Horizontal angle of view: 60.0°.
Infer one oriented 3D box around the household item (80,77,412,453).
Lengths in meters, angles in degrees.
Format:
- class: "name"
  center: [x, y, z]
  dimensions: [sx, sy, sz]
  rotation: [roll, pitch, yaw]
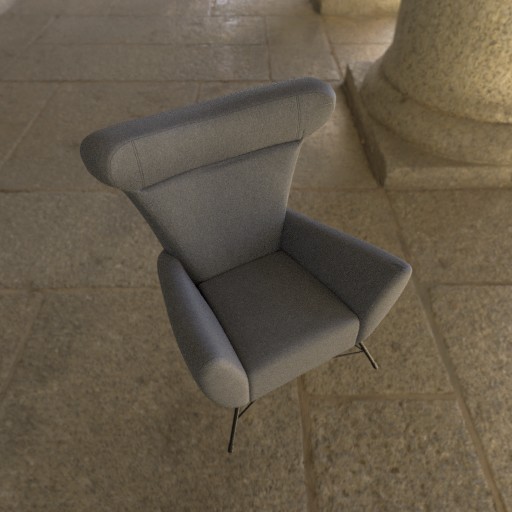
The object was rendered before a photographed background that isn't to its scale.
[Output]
- class: "household item"
  center: [0.000, 0.000, 1.773]
  dimensions: [0.980, 1.050, 0.900]
  rotation: [-22, 50, -20]
